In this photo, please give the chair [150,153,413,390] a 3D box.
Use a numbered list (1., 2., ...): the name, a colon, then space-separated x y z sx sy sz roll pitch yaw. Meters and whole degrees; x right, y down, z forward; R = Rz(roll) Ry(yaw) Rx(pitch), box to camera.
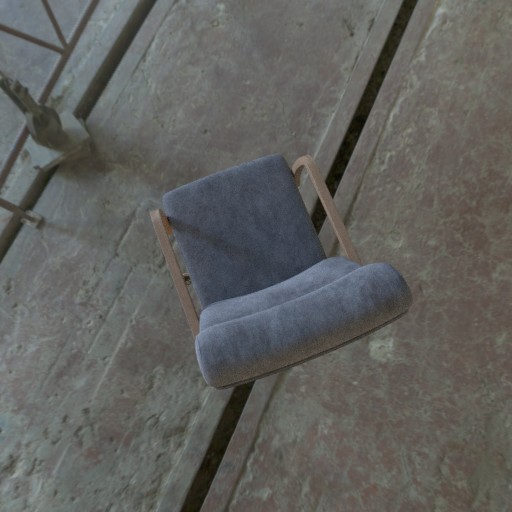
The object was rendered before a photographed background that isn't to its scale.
1. chair: 0.000 0.000 1.507 0.640 1.029 0.741 -21 77 -5
